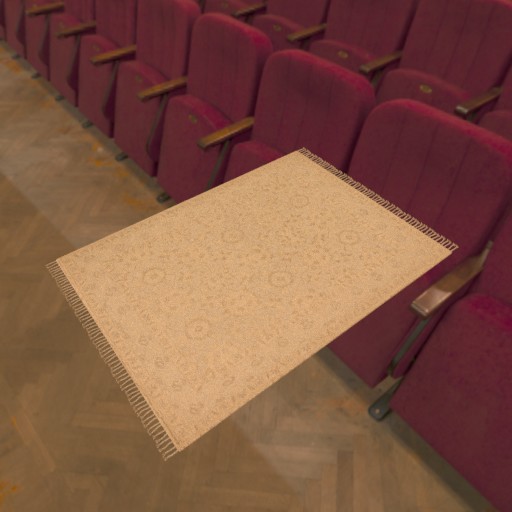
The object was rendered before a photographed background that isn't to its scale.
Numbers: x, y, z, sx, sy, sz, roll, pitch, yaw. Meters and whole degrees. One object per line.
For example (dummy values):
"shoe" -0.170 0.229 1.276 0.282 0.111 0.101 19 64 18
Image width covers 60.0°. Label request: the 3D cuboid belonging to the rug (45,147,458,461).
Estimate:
"rug" 0.000 0.000 2.300 1.771 0.015 1.223 -29 52 -25
